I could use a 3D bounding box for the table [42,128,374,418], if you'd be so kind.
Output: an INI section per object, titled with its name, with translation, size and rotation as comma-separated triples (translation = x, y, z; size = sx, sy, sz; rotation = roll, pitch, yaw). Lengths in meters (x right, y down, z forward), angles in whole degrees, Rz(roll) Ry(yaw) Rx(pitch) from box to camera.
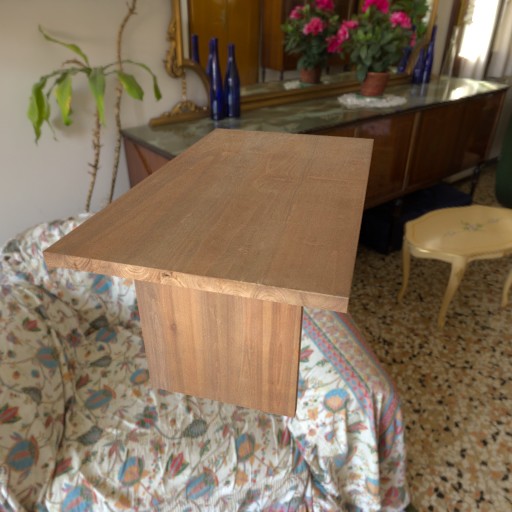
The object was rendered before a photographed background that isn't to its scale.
[table]
translation = 0.000, 0.000, 2.142
size = 0.946, 0.780, 1.609
rotation = 8, 31, 13
